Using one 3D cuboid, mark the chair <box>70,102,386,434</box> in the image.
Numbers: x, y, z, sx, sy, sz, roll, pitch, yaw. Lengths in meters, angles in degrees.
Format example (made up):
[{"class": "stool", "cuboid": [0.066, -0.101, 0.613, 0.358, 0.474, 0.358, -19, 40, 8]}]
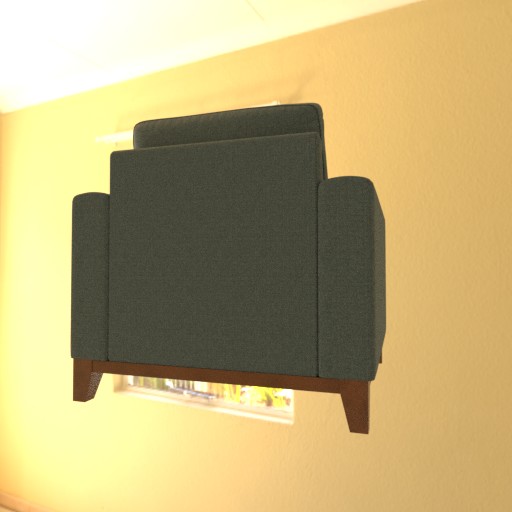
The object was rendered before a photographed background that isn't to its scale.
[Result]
[{"class": "chair", "cuboid": [0.000, 0.000, 1.867, 1.024, 1.010, 1.038, 0, -2, 18]}]
